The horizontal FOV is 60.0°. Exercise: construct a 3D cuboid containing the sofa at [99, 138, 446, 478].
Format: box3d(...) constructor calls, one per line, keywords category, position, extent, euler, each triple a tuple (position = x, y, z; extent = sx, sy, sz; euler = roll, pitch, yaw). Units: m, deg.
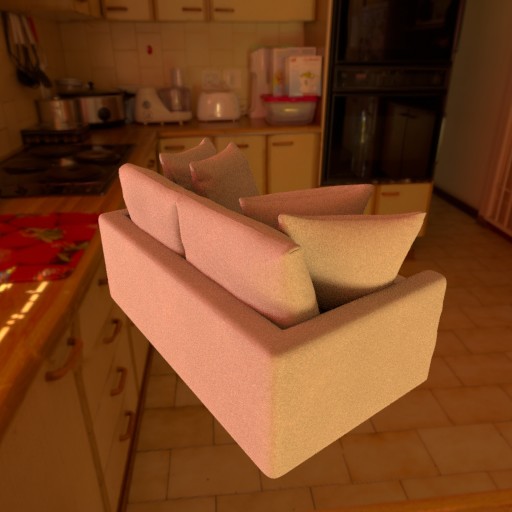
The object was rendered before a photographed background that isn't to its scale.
box3d(category="sofa", position=(0.000, 0.000, 2.578), extent=(1.228, 1.080, 1.869), euler=(-17, 30, -32))
